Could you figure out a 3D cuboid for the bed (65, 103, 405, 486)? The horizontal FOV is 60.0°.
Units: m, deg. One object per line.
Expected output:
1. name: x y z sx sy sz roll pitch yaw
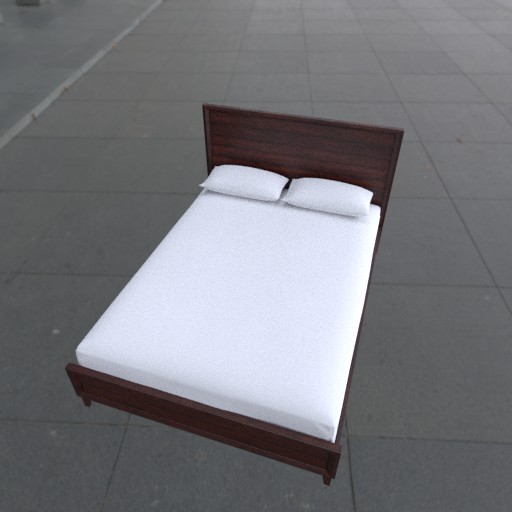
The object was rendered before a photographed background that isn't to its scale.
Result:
1. bed: 0.000 0.000 3.879 2.040 1.492 2.803 12 41 14
